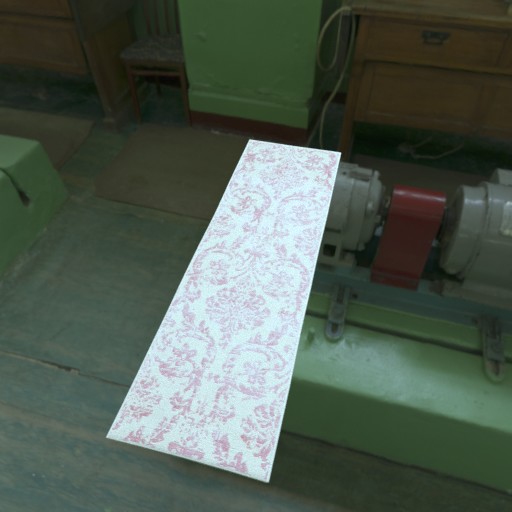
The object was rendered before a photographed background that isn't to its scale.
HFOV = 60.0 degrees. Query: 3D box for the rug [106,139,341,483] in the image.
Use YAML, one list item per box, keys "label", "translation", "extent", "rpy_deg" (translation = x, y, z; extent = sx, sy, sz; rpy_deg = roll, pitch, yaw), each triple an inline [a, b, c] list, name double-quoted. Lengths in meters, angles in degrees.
- label: "rug"
  translation: [0.000, 0.000, 2.416]
  extent: [0.662, 0.011, 2.196]
  rpy_deg: [11, 48, 10]
